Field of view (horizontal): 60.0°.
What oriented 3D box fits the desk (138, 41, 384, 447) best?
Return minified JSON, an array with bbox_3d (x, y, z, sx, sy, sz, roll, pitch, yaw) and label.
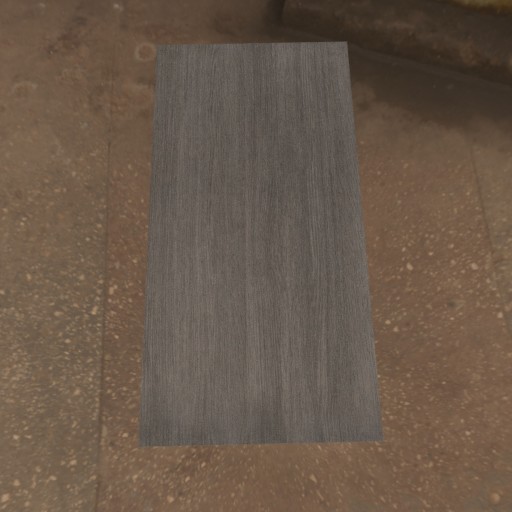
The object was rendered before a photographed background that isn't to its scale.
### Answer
[{"bbox_3d":[0.000,0.000,1.512,0.560,0.735,1.097,-1,74,0],"label":"desk"}]
